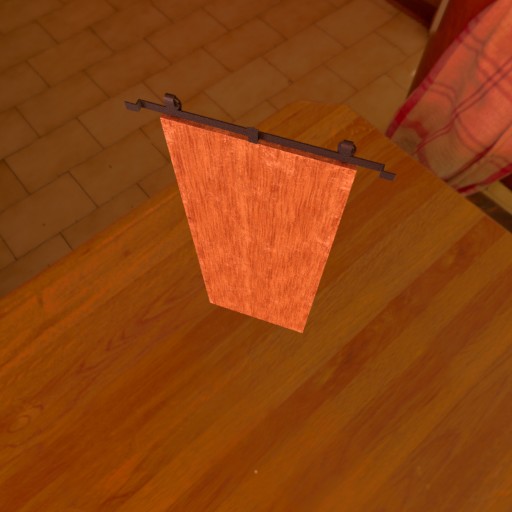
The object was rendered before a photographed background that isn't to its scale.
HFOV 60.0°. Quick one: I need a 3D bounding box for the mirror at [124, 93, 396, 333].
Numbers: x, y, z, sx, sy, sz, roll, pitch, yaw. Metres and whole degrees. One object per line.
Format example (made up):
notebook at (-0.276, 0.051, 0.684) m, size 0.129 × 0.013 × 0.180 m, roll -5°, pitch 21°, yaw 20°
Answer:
mirror at (0.000, 0.000, 2.071) m, size 0.847 × 1.793 × 0.042 m, roll 17°, pitch 65°, yaw 8°
